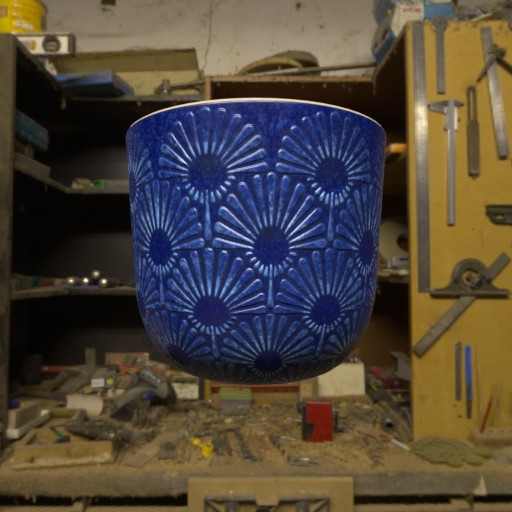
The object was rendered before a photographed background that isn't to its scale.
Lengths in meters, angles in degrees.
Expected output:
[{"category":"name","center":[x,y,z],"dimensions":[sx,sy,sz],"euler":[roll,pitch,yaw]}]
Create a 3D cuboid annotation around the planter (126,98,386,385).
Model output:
[{"category":"planter","center":[0.000,0.000,0.299],"dimensions":[0.170,0.153,0.170],"euler":[0,-1,0]}]
